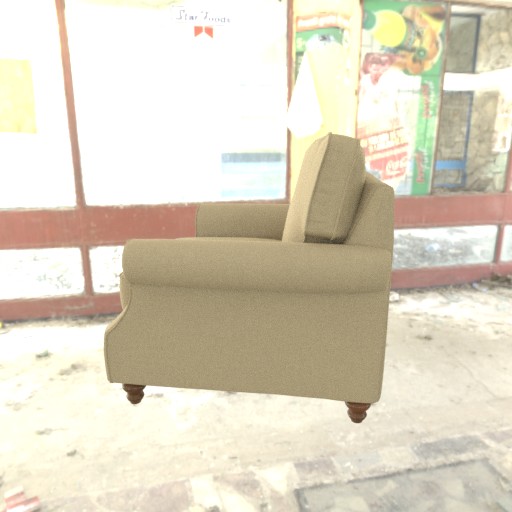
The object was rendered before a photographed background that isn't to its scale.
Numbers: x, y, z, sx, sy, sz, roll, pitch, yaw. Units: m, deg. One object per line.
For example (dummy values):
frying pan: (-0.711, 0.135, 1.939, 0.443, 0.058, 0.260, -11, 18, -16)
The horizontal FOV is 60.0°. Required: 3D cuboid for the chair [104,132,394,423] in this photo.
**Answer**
chair: (0.000, 0.000, 1.820, 0.966, 0.967, 1.029, 2, 14, 8)
